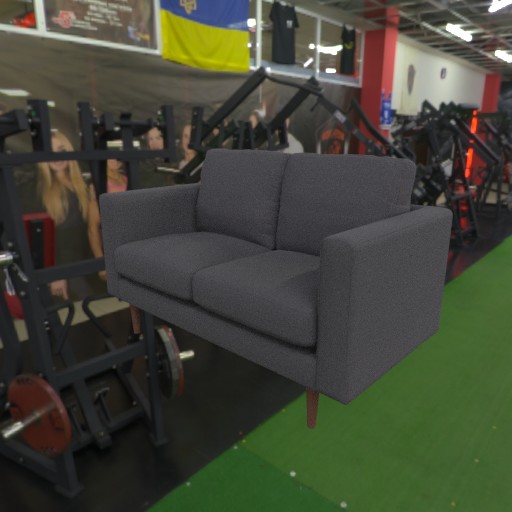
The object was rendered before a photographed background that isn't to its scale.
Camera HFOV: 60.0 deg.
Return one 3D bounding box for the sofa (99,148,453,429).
[{"bbox_3d":[0.000,0.000,2.011,1.430,0.908,0.796,14,21,41],"label":"sofa"}]
